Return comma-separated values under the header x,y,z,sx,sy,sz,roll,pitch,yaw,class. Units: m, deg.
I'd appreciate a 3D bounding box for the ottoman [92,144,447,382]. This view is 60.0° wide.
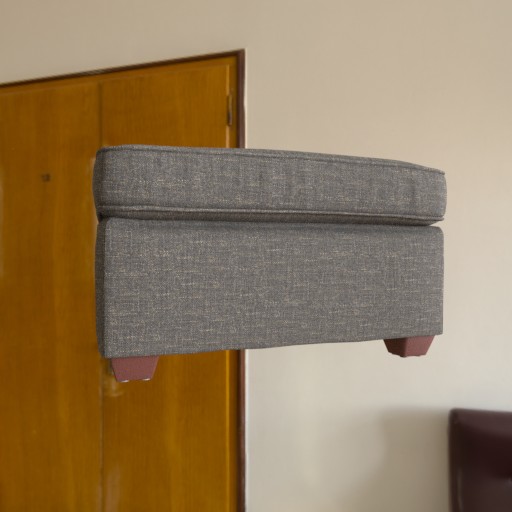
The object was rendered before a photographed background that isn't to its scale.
x,y,z,sx,sy,sz,roll,pitch,yaw,class
0.000,0.000,1.093,0.749,0.450,0.549,0,0,-19,ottoman
